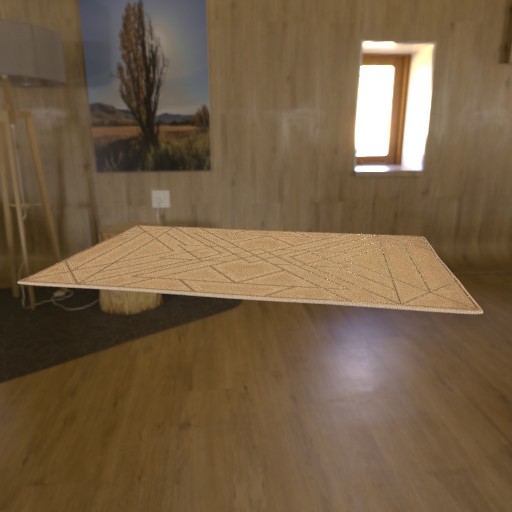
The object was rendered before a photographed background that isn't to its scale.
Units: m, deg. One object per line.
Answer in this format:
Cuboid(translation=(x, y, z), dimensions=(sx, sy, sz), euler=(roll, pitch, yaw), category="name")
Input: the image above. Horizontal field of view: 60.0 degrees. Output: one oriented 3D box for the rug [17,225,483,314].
Cuboid(translation=(0.000, 0.000, 3.027), dimensions=(2.459, 0.023, 1.575), euler=(3, 16, 10), category="rug")
